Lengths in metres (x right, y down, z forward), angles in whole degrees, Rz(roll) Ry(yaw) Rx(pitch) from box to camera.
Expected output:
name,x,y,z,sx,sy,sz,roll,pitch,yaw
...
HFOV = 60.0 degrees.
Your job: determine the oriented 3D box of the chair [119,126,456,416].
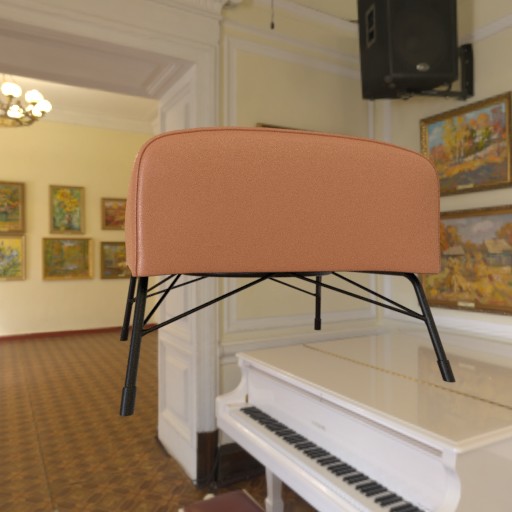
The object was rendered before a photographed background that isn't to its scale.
name,x,y,z,sx,sy,sz,roll,pitch,yaw
chair,0.000,0.000,0.900,0.530,0.410,0.530,0,0,-17
